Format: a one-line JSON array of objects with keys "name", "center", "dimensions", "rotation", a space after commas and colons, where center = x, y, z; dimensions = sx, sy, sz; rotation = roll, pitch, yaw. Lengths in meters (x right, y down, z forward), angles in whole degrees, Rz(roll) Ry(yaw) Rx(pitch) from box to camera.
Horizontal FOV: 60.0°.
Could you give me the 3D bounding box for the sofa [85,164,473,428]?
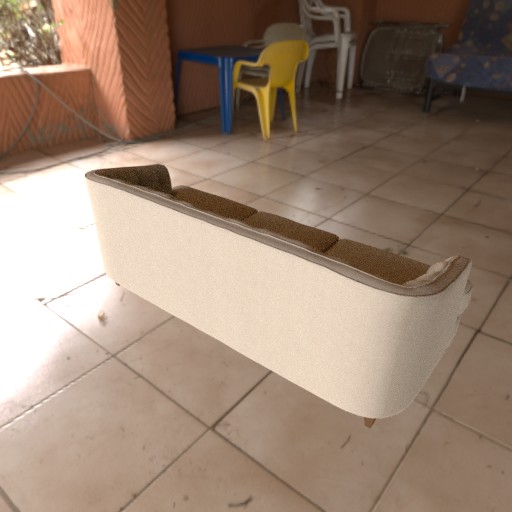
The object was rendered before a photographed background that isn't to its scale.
[{"name": "sofa", "center": [0.000, 0.000, 2.677], "dimensions": [2.278, 0.855, 0.941], "rotation": [22, 37, 32]}]
